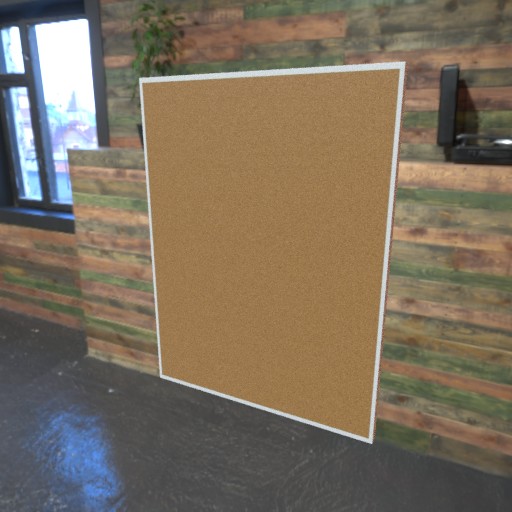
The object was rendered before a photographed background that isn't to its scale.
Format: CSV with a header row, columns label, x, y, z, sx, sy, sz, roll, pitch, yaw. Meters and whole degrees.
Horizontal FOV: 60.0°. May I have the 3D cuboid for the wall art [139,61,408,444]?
label,x,y,z,sx,sy,sz,roll,pitch,yaw
wall art,0.000,0.000,1.360,0.795,1.050,0.039,8,18,26
